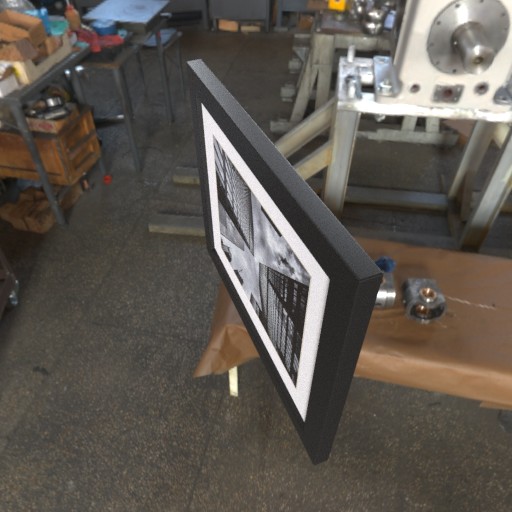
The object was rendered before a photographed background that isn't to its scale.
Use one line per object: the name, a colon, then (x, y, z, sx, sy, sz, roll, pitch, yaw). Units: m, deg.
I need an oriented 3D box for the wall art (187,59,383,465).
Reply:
wall art: (0.000, 0.000, 0.754, 0.031, 0.457, 0.558, -17, 47, -16)
